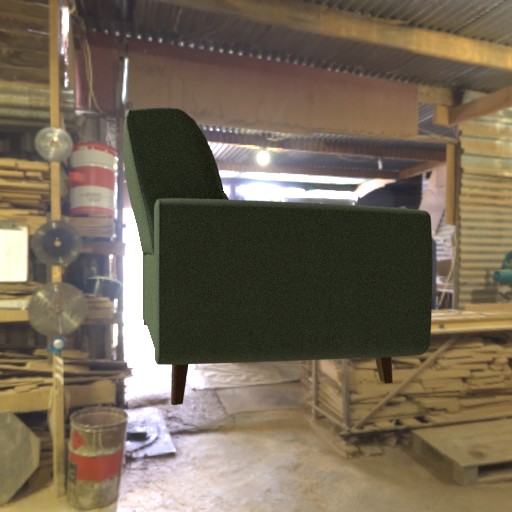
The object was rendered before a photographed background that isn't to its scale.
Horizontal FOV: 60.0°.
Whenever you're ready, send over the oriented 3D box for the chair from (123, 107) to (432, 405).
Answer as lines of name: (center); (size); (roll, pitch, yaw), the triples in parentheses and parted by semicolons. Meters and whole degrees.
chair: (0.000, 0.000, 1.593); (0.909, 0.841, 0.831); (0, 1, -17)
